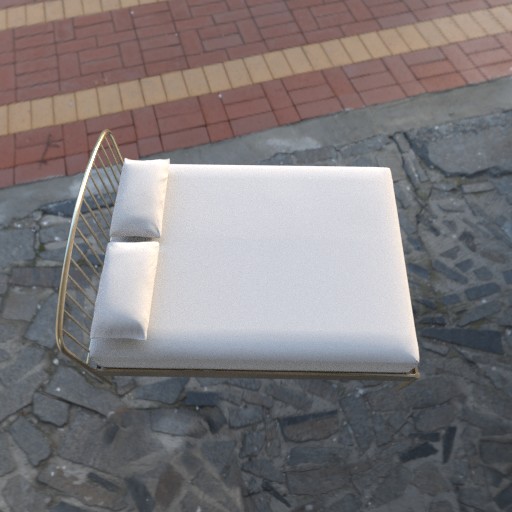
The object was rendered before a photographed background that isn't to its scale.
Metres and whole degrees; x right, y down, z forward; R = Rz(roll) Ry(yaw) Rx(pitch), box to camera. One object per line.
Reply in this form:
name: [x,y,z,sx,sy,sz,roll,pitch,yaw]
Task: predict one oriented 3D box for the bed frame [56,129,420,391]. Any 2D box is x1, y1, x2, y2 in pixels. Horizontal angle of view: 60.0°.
bed frame: [0.000,0.000,3.124,2.152,1.175,1.612,1,63,0]
